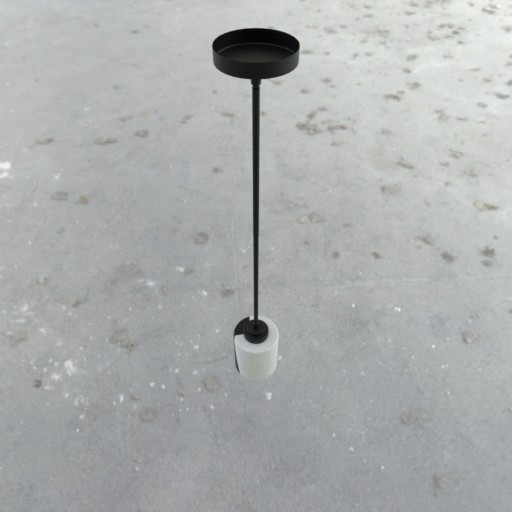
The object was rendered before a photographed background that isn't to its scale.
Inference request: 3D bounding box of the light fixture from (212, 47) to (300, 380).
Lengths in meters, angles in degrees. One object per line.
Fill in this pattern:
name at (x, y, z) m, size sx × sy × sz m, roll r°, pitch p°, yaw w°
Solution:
light fixture at (0.000, 0.000, 0.935) m, size 0.123 × 0.863 × 0.123 m, roll -2°, pitch 47°, yaw -2°
